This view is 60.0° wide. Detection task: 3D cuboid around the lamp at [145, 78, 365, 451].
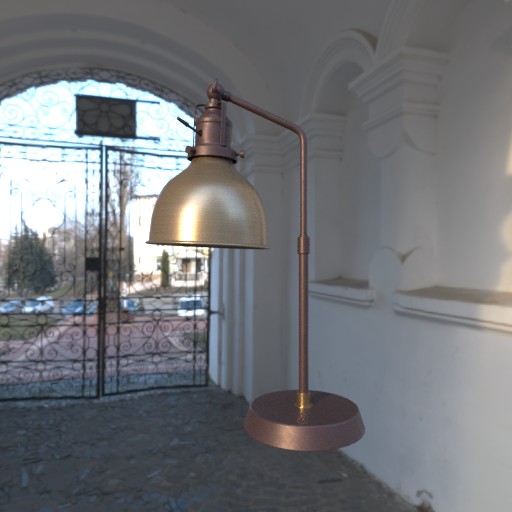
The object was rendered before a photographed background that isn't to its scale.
[{"bbox_3d":[0.000,0.000,0.608,0.298,0.469,0.175,0,0,-1],"label":"lamp"}]
